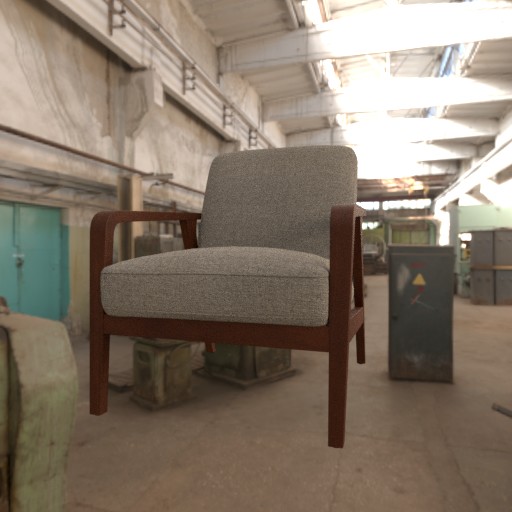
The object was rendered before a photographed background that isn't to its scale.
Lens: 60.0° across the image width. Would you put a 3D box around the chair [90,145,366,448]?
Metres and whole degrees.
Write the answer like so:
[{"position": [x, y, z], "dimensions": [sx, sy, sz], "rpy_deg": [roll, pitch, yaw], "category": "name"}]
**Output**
[{"position": [0.000, 0.000, 1.470], "dimensions": [0.704, 0.847, 0.858], "rpy_deg": [0, 1, 18], "category": "chair"}]
